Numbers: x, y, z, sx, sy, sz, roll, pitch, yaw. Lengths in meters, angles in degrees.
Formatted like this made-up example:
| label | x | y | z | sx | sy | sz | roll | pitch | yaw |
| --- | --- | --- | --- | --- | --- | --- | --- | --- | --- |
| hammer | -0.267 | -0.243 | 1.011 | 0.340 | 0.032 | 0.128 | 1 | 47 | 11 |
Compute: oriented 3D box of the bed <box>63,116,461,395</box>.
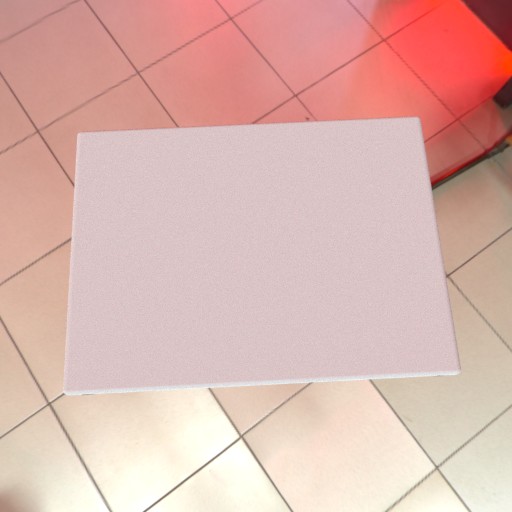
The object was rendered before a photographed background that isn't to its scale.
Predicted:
| label | x | y | z | sx | sy | sz | roll | pitch | yaw |
| --- | --- | --- | --- | --- | --- | --- | --- | --- | --- |
| bed | 0.000 | 0.000 | 2.726 | 2.050 | 0.593 | 1.529 | -3 | 75 | -1 |
